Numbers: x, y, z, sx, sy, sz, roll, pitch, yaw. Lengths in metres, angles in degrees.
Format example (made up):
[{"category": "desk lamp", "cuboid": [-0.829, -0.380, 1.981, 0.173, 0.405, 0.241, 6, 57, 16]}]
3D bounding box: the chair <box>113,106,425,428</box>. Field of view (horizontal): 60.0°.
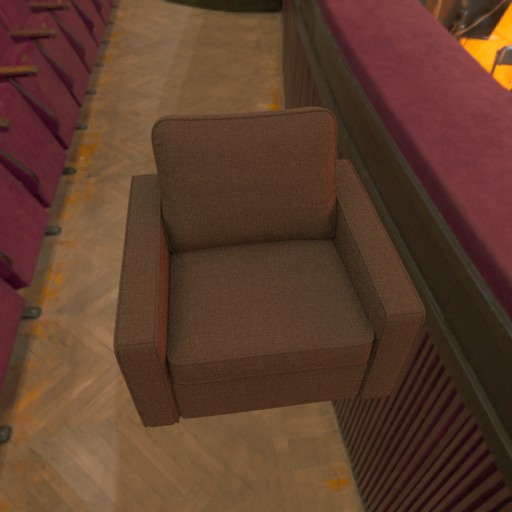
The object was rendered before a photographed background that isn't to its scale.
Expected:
[{"category": "chair", "cuboid": [0.000, 0.000, 1.760, 1.017, 0.919, 0.940, -5, 45, -5]}]
